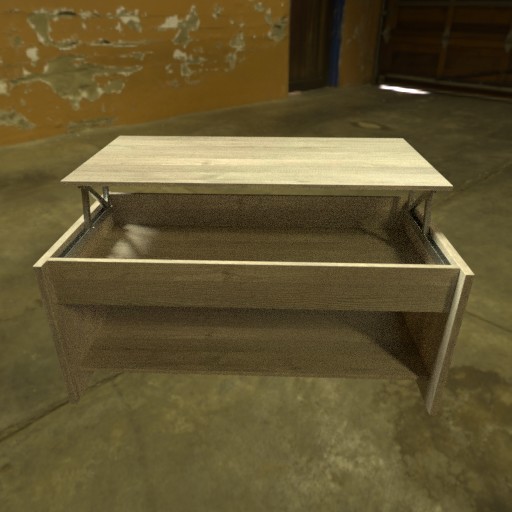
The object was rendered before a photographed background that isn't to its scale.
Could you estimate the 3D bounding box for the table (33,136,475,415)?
[{"bbox_3d":[0.000,0.000,1.385,1.000,0.570,0.712,1,28,2],"label":"table"}]
